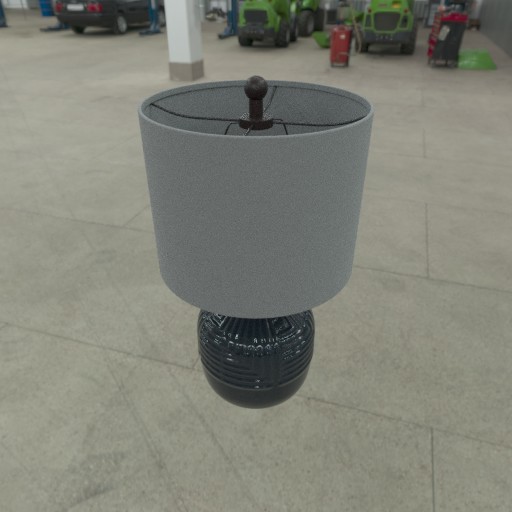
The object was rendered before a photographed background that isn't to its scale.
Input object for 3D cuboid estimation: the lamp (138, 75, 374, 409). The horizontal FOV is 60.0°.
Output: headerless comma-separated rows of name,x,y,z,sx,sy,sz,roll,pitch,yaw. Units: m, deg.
lamp,0.000,0.000,0.741,0.318,0.567,0.318,0,32,0
